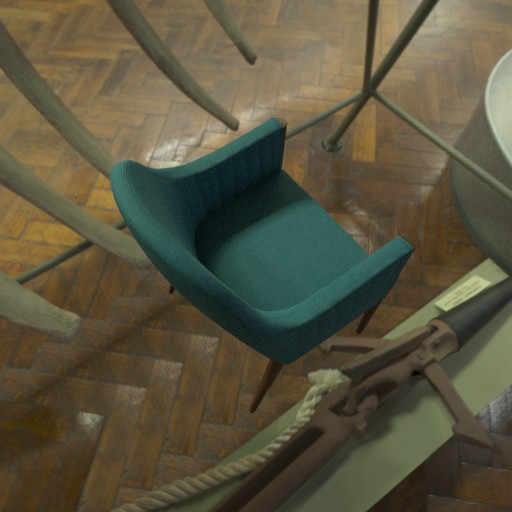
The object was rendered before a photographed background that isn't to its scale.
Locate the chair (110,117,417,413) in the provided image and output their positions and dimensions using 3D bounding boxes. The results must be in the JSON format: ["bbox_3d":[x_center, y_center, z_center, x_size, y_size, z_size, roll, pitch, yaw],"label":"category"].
[{"bbox_3d":[0.000,0.000,1.384,0.652,0.907,0.656,-31,63,-18],"label":"chair"}]
